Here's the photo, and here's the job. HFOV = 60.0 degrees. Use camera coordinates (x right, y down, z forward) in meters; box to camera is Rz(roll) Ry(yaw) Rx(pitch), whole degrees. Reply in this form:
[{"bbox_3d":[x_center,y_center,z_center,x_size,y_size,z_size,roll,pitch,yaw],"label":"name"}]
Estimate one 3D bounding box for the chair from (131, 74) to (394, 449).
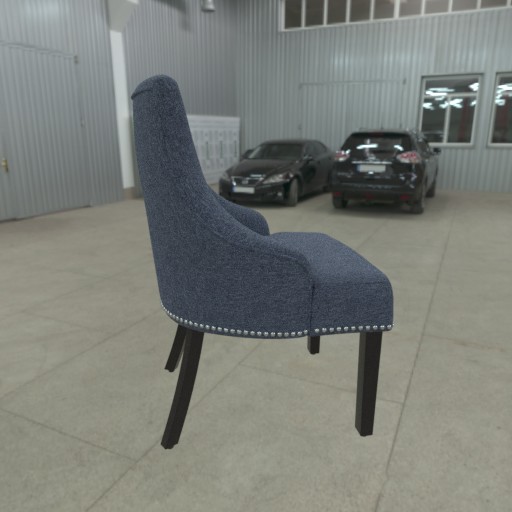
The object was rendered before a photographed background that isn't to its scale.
[{"bbox_3d":[0.000,0.000,1.273,0.629,0.909,0.566,-3,16,-9],"label":"chair"}]
